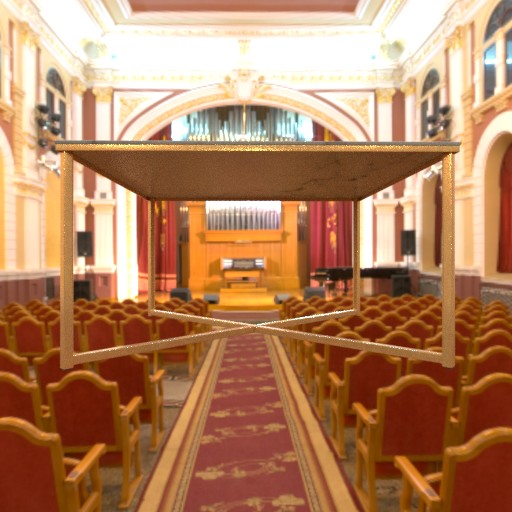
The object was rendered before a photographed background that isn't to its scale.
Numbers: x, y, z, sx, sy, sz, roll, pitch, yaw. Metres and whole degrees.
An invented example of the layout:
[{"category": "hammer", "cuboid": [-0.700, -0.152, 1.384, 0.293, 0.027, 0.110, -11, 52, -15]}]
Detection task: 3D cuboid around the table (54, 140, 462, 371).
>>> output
[{"category": "table", "cuboid": [0.000, 0.000, 1.267, 0.800, 0.450, 0.800, 0, 0, -1]}]
